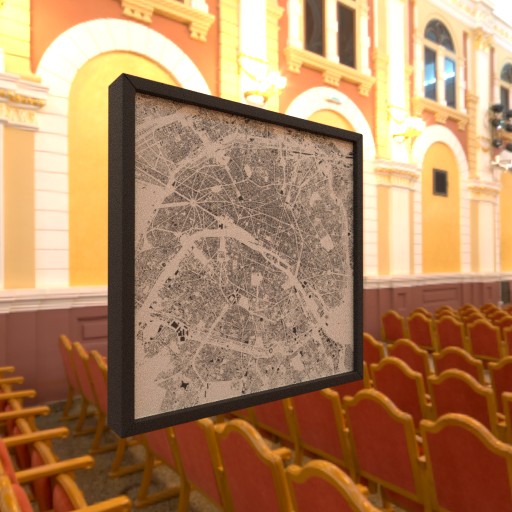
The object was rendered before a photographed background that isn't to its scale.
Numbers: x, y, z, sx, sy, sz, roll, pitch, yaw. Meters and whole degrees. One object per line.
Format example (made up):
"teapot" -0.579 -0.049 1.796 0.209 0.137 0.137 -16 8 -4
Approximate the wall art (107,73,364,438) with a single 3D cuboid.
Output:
"wall art" 0.000 0.000 0.474 0.305 0.305 0.037 0 -1 -37
